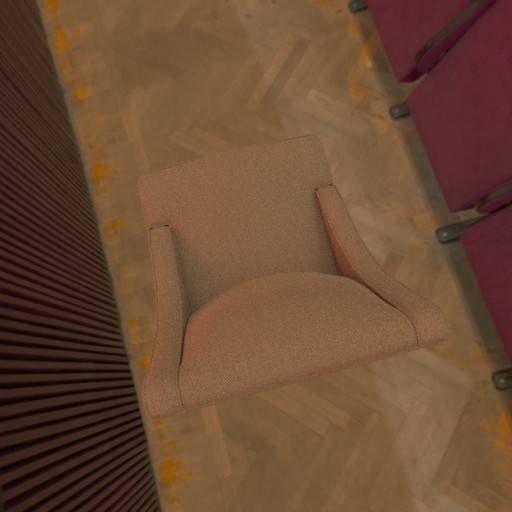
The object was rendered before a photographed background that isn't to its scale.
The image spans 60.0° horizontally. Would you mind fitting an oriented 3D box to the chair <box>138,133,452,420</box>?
[{"bbox_3d":[0.000,0.000,1.356,0.628,0.872,0.748,-14,76,-4],"label":"chair"}]
